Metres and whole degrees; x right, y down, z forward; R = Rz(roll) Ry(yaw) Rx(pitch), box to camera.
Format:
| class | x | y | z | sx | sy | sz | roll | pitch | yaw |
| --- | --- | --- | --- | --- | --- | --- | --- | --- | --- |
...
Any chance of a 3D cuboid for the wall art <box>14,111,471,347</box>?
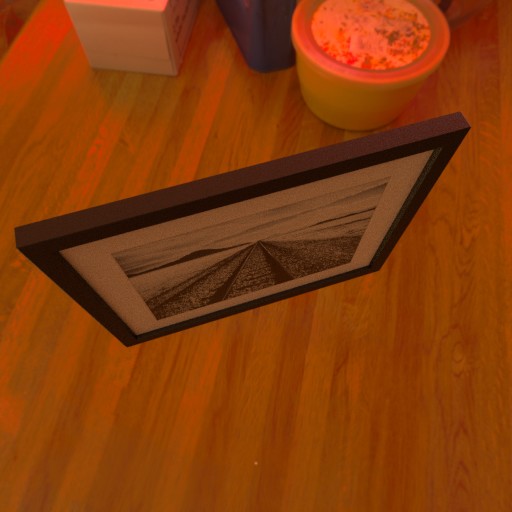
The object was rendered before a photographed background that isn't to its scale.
| class | x | y | z | sx | sy | sz | roll | pitch | yaw |
| --- | --- | --- | --- | --- | --- | --- | --- | --- | --- |
| wall art | 0.000 | 0.000 | 0.732 | 0.559 | 0.458 | 0.029 | -16 | 66 | -7 |
